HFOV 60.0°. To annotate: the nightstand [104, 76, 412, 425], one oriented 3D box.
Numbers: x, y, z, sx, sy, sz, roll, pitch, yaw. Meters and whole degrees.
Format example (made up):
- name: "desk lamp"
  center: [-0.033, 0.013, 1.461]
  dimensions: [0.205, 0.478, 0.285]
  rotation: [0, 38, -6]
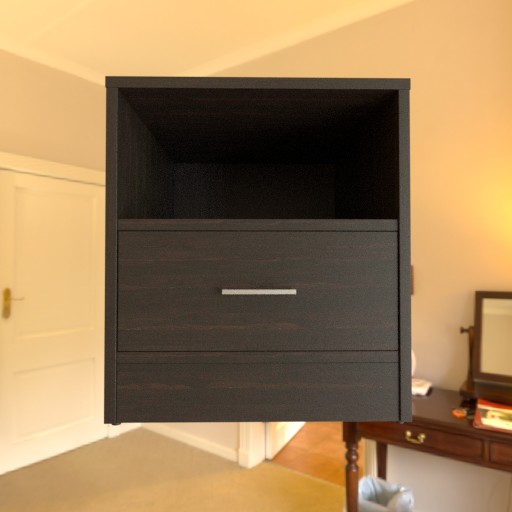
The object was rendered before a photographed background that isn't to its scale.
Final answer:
- name: "nightstand"
  center: [0.000, 0.000, 0.790]
  dimensions: [0.400, 0.460, 0.461]
  rotation: [0, -1, -1]
